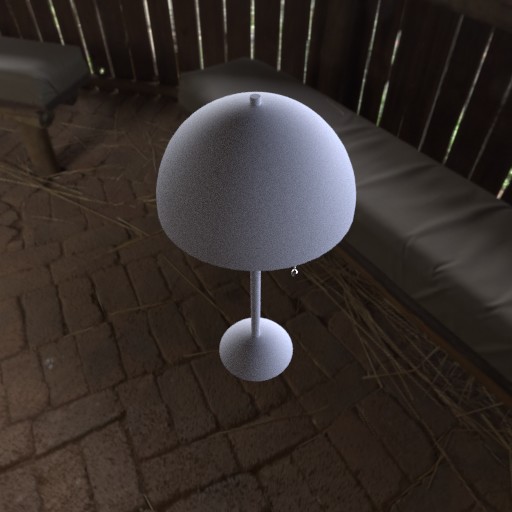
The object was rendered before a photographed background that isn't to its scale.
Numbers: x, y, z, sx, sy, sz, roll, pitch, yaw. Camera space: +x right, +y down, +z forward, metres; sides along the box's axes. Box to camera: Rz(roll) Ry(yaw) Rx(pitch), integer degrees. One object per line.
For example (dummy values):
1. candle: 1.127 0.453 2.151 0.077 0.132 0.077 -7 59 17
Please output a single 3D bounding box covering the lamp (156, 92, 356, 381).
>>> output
1. lamp: 0.000 0.000 0.440 0.171 0.330 0.171 0 46 0
